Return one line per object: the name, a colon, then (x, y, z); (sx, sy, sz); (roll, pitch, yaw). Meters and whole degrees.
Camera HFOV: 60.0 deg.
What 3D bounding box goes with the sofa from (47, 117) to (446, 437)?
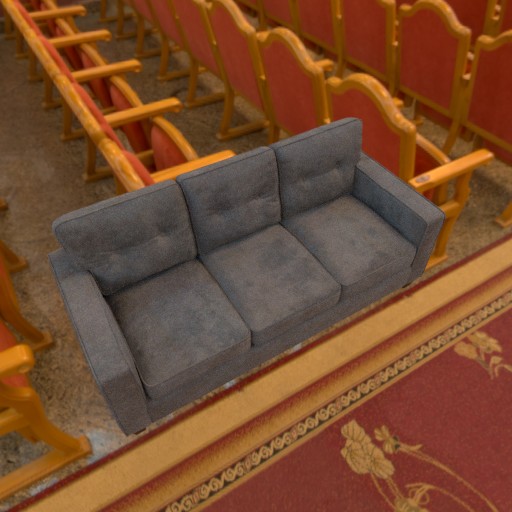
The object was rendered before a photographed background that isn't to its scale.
sofa: (0.000, 0.000, 2.634); (2.133, 0.965, 0.939); (-24, 51, -21)
